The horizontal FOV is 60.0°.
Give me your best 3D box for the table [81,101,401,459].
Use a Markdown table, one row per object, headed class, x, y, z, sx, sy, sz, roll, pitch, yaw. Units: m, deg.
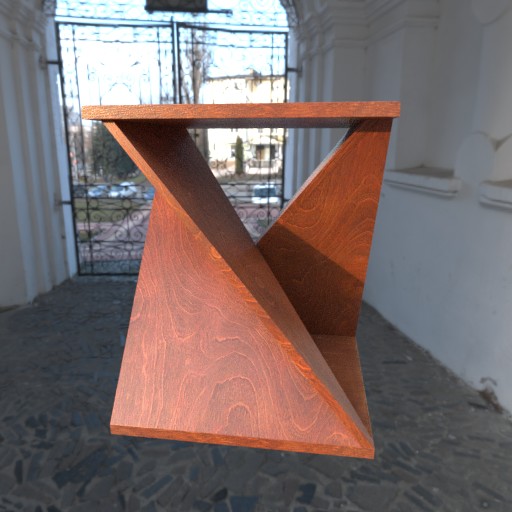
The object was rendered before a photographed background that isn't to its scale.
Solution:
| class | x | y | z | sx | sy | sz | roll | pitch | yaw |
| --- | --- | --- | --- | --- | --- | --- | --- | --- | --- |
| table | 0.000 | 0.000 | 0.850 | 0.427 | 0.520 | 0.427 | 2 | 14 | 8 |
